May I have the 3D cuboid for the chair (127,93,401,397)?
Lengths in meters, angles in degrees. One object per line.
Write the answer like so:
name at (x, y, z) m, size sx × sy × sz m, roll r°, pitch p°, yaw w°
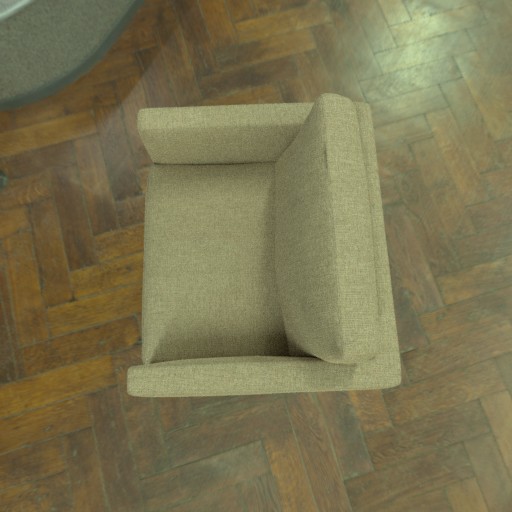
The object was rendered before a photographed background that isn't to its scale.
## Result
chair at (0.000, 0.000, 1.879) m, size 0.959 × 0.987 × 1.107 m, roll -2°, pitch 75°, yaw -1°
